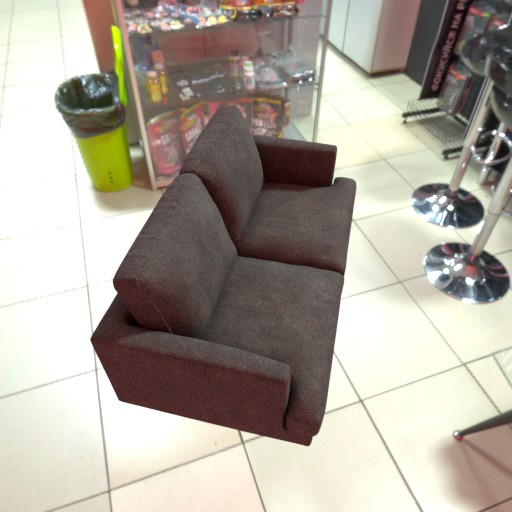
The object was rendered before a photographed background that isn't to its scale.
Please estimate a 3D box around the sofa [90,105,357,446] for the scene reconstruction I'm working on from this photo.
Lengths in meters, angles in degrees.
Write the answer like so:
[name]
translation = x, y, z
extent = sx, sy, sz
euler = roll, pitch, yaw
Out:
[sofa]
translation = 0.000, 0.000, 2.239
extent = 0.903, 0.956, 1.582
euler = 10, 47, 9
